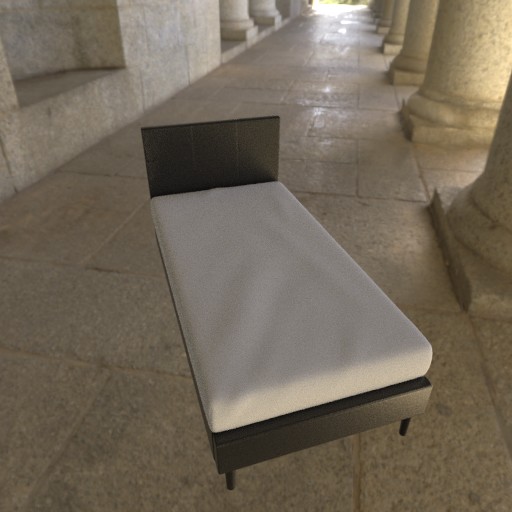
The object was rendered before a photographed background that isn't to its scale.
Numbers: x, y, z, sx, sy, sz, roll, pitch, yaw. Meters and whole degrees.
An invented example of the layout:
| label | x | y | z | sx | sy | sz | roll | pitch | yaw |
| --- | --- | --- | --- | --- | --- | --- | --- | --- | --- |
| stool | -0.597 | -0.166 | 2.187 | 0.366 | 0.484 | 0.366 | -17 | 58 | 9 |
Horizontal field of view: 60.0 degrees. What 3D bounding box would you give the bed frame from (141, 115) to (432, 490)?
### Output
| label | x | y | z | sx | sy | sz | roll | pitch | yaw |
| --- | --- | --- | --- | --- | --- | --- | --- | --- | --- |
| bed frame | 0.000 | 0.000 | 2.495 | 1.038 | 1.046 | 2.152 | -10 | 34 | -15 |
